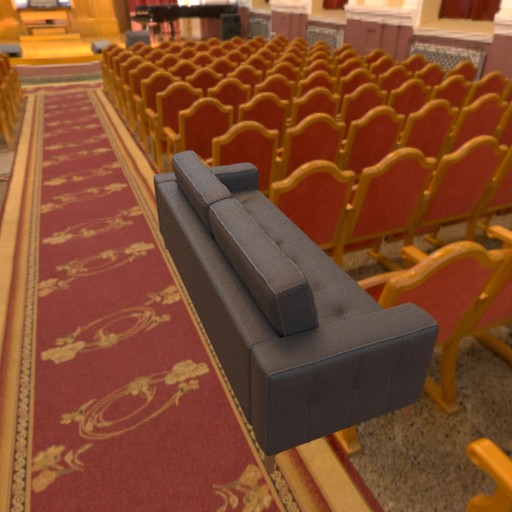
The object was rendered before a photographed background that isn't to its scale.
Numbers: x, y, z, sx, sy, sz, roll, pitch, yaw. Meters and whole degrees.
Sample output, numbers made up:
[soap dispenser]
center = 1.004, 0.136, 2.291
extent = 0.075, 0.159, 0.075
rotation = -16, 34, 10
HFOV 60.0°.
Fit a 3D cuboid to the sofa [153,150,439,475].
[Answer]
[sofa]
center = 0.000, 0.000, 2.744
extent = 0.833, 0.893, 2.275
rotation = -12, 33, -19
